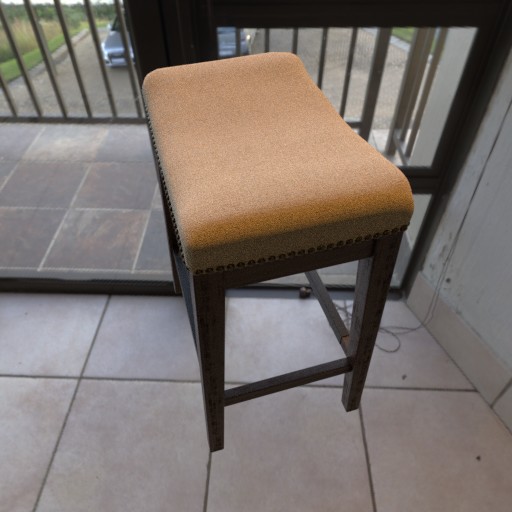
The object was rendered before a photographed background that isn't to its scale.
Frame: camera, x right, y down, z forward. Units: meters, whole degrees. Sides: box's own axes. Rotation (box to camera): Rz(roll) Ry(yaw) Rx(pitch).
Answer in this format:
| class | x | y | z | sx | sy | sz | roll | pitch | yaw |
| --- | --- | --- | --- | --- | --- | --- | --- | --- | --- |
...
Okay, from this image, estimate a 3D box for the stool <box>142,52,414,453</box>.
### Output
| class | x | y | z | sx | sy | sz | roll | pitch | yaw |
| --- | --- | --- | --- | --- | --- | --- | --- | --- | --- |
| stool | 0.000 | 0.000 | 0.958 | 0.363 | 0.669 | 0.509 | -12 | 47 | -11 |
